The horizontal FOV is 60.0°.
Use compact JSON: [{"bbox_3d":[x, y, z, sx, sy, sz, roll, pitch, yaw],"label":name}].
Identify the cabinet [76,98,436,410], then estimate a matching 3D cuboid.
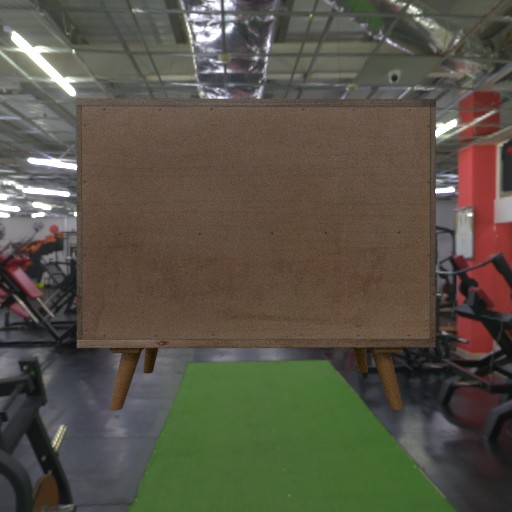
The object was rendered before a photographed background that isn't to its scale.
[{"bbox_3d":[0.000,0.000,1.523,1.023,0.897,0.529,0,0,0],"label":"cabinet"}]
